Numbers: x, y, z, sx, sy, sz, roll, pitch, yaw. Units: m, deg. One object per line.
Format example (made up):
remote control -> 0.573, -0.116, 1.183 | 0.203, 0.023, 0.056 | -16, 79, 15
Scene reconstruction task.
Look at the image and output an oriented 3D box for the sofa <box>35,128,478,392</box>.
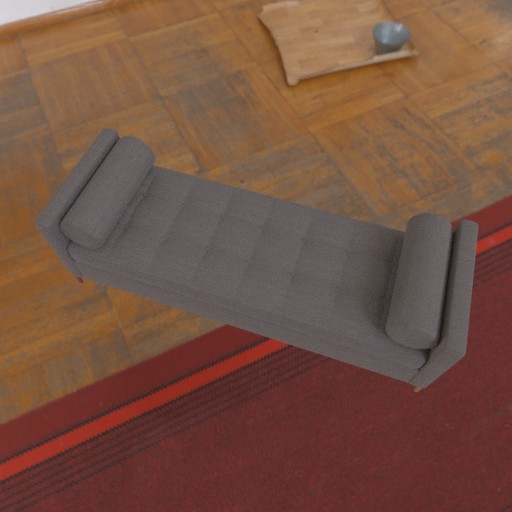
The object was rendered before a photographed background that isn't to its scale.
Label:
sofa -> 0.000, 0.000, 2.329 | 1.981, 0.635, 0.686 | 16, 60, 10
